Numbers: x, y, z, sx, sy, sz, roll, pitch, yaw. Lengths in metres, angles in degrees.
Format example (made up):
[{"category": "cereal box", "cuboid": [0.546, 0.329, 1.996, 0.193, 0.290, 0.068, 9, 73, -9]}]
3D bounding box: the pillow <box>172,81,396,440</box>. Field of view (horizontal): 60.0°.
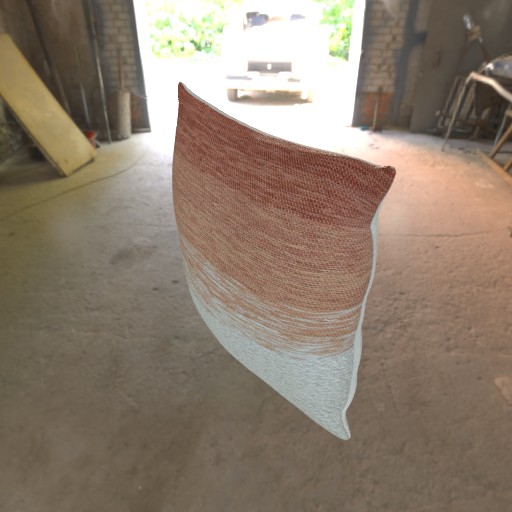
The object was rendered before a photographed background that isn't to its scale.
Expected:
[{"category": "pillow", "cuboid": [0.000, 0.000, 0.679, 0.182, 0.441, 0.440, -22, 39, -30]}]
